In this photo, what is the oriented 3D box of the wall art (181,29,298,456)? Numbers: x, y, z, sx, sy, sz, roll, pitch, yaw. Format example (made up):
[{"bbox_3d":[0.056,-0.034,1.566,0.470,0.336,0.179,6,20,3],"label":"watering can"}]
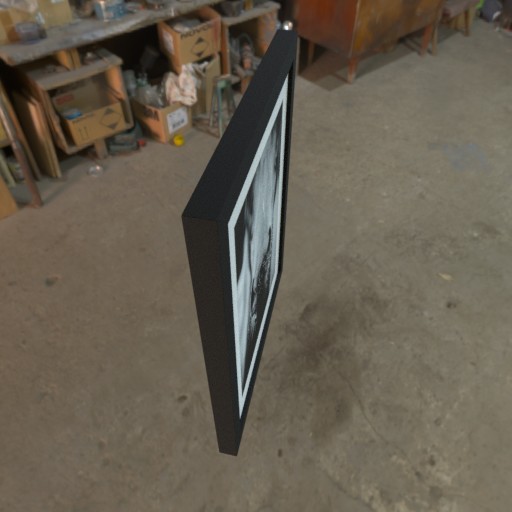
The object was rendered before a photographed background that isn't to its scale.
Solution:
[{"bbox_3d":[0.000,0.000,0.536,0.024,0.404,0.329,9,47,9],"label":"wall art"}]
